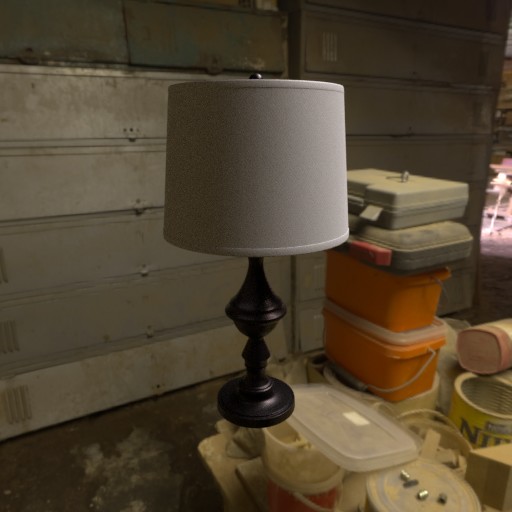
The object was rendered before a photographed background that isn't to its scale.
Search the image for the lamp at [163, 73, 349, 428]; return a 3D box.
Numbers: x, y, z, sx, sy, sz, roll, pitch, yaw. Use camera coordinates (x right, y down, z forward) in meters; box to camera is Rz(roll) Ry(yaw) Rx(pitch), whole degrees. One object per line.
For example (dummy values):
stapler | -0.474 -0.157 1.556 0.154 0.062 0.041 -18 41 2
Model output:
lamp | 0.000 0.000 0.948 0.383 0.726 0.383 0 16 0
